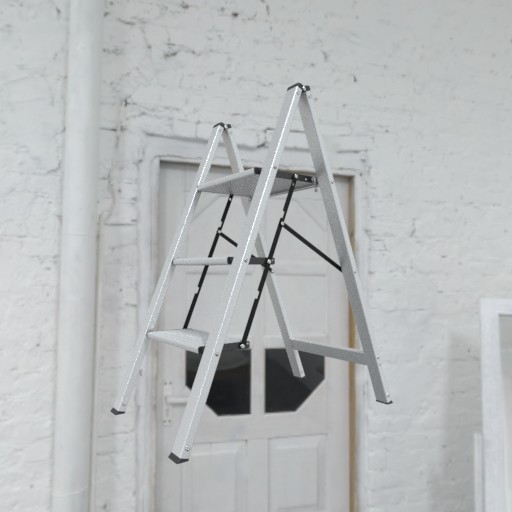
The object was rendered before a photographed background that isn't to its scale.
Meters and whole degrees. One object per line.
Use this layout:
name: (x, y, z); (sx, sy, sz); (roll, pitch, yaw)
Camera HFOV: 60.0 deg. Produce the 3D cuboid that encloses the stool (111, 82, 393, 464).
stool: (0.000, 0.000, 1.338); (0.730, 0.902, 0.441); (1, -2, -36)
